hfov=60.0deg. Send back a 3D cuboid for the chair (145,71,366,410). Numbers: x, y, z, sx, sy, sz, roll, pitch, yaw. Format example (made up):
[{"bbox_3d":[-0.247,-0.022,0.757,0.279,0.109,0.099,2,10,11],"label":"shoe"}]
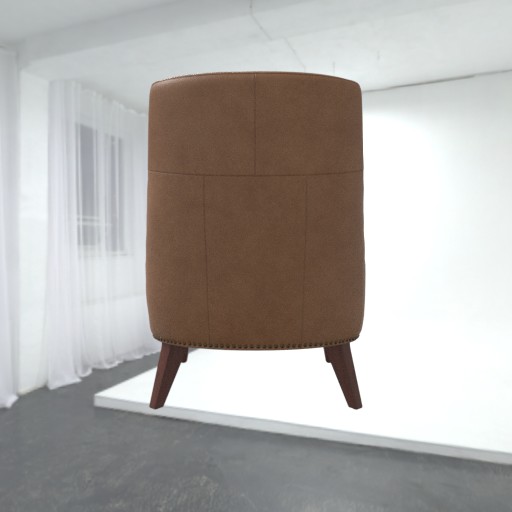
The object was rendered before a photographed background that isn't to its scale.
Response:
[{"bbox_3d":[0.000,0.000,1.493,0.701,0.909,0.861,0,0,0],"label":"chair"}]
